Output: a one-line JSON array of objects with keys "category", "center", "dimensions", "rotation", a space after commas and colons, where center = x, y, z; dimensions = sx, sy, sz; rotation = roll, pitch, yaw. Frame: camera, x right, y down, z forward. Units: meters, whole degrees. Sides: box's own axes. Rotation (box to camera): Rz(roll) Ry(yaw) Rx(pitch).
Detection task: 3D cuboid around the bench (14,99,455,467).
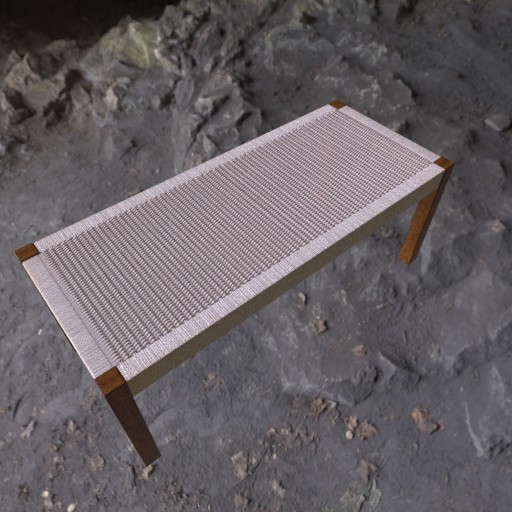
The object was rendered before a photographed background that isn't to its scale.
[{"category": "bench", "center": [0.000, 0.000, 1.433], "dimensions": [1.198, 0.457, 0.507], "rotation": [-32, 56, -25]}]
